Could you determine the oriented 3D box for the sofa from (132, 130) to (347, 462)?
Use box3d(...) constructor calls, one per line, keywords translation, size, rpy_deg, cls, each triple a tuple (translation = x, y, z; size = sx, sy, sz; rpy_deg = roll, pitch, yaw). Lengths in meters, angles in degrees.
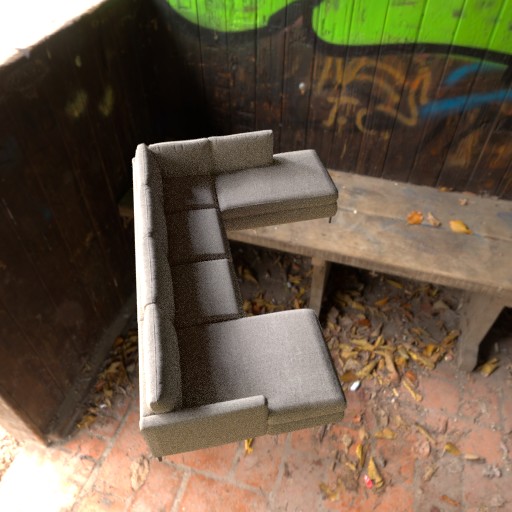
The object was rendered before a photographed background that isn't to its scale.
box3d(translation=(0.000, 0.000, 3.617), size=(1.879, 0.756, 2.737), rpy_deg=(-9, 47, -8), cls="sofa")
